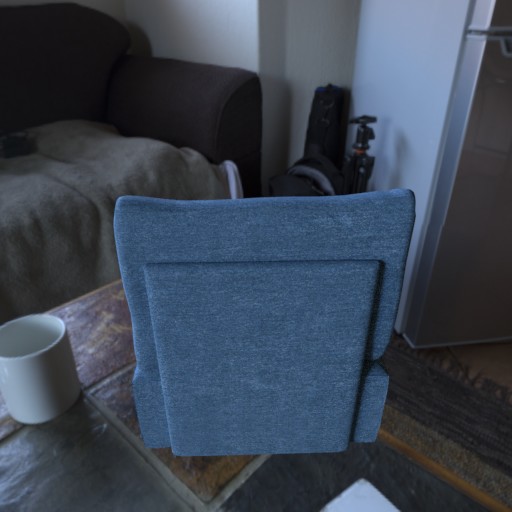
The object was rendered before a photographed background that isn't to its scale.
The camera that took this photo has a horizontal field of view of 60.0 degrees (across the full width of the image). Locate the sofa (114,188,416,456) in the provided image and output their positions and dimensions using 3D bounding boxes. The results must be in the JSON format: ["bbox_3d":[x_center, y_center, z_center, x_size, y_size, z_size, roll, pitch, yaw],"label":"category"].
[{"bbox_3d":[0.000,0.000,1.530,0.700,0.820,1.000,-1,30,-2],"label":"sofa"}]
